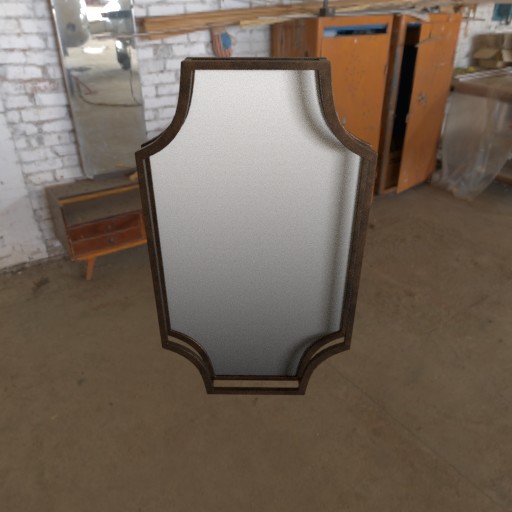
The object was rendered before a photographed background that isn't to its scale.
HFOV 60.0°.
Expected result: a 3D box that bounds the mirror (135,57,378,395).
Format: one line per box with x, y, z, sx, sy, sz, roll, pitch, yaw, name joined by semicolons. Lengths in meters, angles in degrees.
0.000;0.000;0.993;0.462;0.811;0.066;0;30;1;mirror
